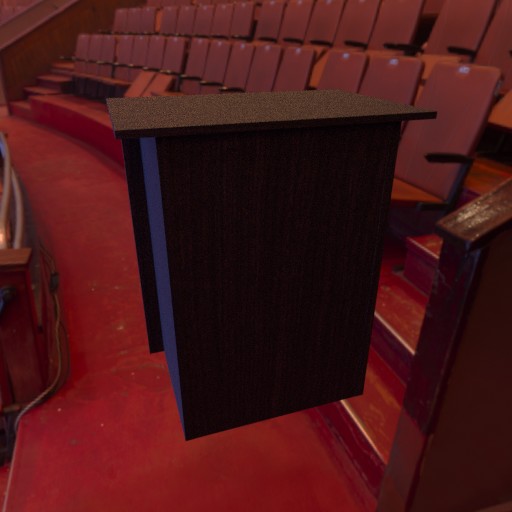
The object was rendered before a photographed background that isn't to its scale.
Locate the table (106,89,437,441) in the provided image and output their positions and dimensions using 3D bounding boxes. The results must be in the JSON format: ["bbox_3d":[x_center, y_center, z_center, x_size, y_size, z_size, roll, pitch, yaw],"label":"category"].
[{"bbox_3d":[0.000,0.000,1.088,0.591,0.711,0.406,-9,28,-17],"label":"table"}]
